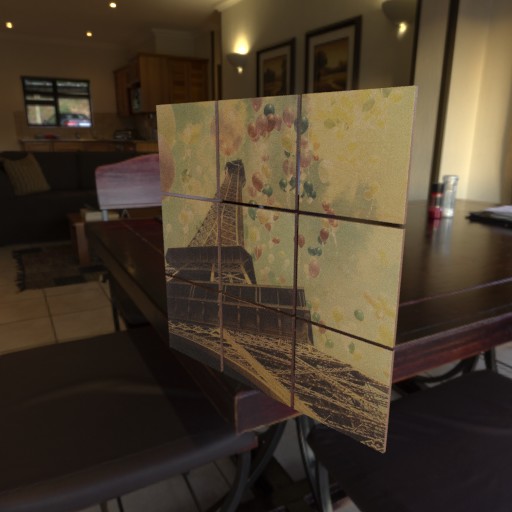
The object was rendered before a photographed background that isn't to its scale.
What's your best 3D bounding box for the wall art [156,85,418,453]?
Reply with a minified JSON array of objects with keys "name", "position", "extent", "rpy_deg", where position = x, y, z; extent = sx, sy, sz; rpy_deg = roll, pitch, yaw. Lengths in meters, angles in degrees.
[{"name":"wall art","position":[0.000,0.000,1.850],"extent":[1.256,1.246,0.017],"rpy_deg":[13,20,40]}]
